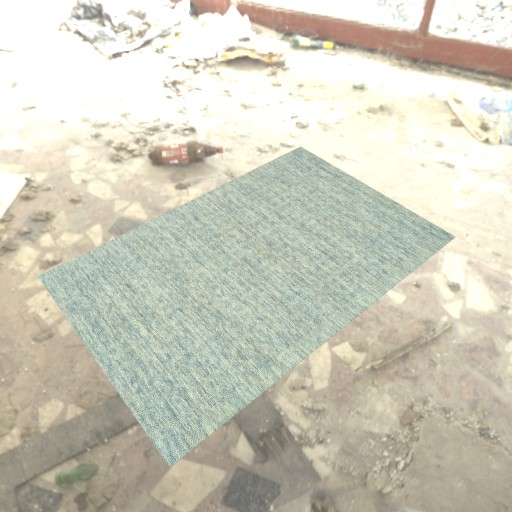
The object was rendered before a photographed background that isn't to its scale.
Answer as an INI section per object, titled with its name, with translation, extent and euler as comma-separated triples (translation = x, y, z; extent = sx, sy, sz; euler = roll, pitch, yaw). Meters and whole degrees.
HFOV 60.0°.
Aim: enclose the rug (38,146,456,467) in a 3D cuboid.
[rug]
translation = 0.000, 0.000, 2.207
extent = 1.752, 0.006, 1.142
euler = -32, 53, -27
